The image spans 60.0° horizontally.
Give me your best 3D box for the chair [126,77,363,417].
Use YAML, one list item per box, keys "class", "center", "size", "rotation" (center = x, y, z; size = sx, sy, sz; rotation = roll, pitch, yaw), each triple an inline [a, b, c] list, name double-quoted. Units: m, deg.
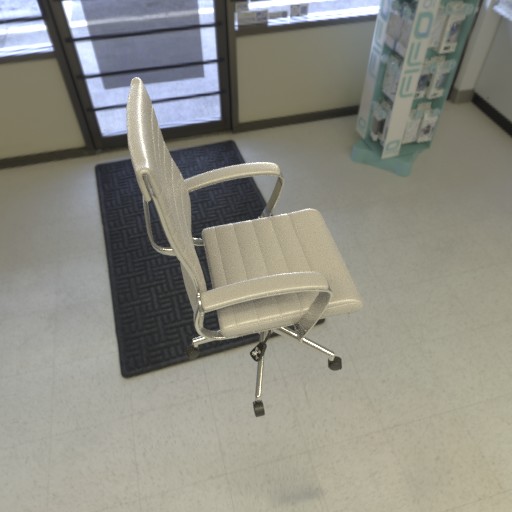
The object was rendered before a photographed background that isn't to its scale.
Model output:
- class: "chair"
  center: [0.000, 0.000, 1.556]
  size: [0.667, 1.149, 0.679]
  rotation: [-9, 48, -8]
